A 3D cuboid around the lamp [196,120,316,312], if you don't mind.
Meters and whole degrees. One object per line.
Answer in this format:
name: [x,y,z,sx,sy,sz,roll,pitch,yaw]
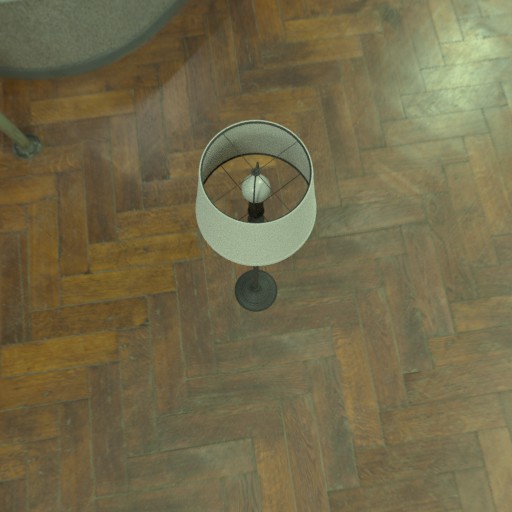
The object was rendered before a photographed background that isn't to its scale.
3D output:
lamp: [0.000,0.000,1.711,0.327,1.506,0.327,6,76,2]
